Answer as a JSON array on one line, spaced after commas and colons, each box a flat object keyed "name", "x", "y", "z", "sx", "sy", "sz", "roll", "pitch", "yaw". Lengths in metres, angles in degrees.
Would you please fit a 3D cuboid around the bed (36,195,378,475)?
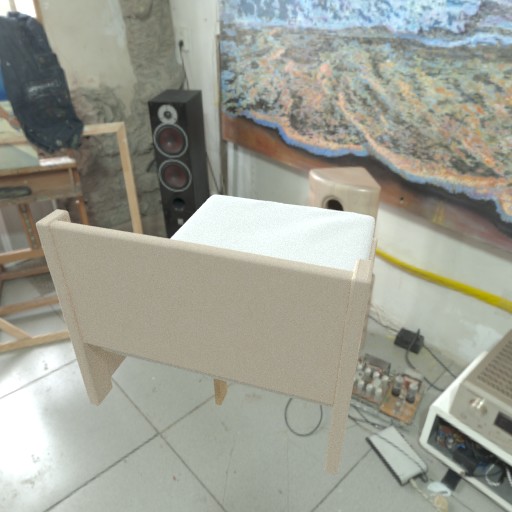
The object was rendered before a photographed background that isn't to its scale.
[{"name": "bed", "x": 0.000, "y": 0.000, "z": 3.465, "sx": 1.778, "sy": 1.471, "sz": 2.293, "roll": 10, "pitch": 34, "yaw": 15}]
